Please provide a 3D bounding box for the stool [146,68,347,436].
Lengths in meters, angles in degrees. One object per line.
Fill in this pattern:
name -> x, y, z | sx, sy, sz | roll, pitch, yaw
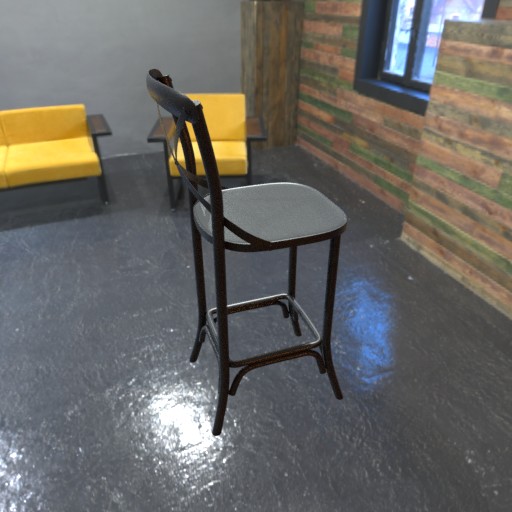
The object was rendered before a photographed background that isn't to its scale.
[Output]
stool -> 0.000, 0.000, 1.496 | 0.584, 1.168, 0.457 | -10, 32, -17
